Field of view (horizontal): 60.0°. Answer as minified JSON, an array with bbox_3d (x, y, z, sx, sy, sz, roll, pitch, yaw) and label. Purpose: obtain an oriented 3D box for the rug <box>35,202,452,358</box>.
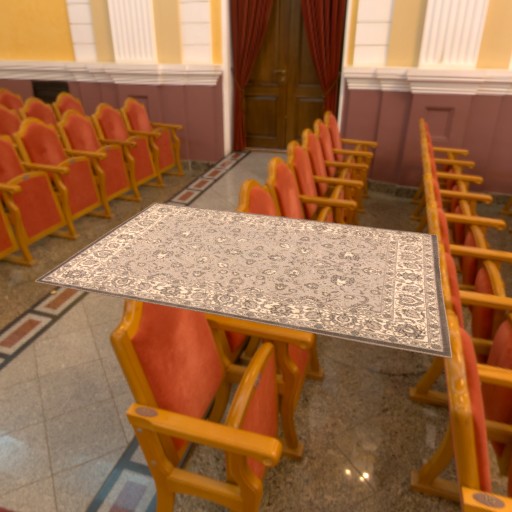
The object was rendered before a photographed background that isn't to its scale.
[{"bbox_3d":[0.000,0.000,3.086,2.438,0.011,1.524,8,28,16],"label":"rug"}]
